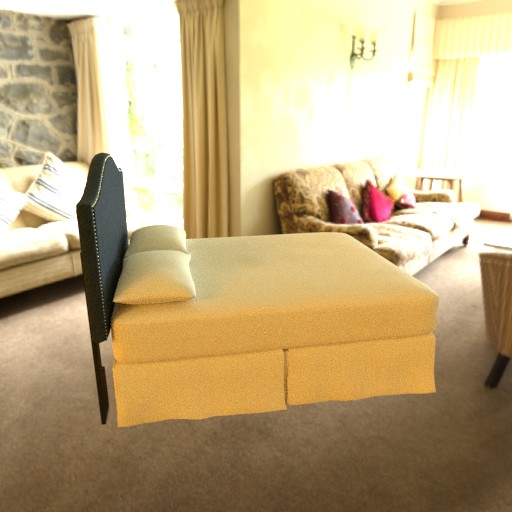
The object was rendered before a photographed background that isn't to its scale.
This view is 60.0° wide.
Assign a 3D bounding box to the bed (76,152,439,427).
[{"bbox_3d":[0.000,0.000,3.284,2.153,1.518,1.713,-3,18,-10],"label":"bed"}]
